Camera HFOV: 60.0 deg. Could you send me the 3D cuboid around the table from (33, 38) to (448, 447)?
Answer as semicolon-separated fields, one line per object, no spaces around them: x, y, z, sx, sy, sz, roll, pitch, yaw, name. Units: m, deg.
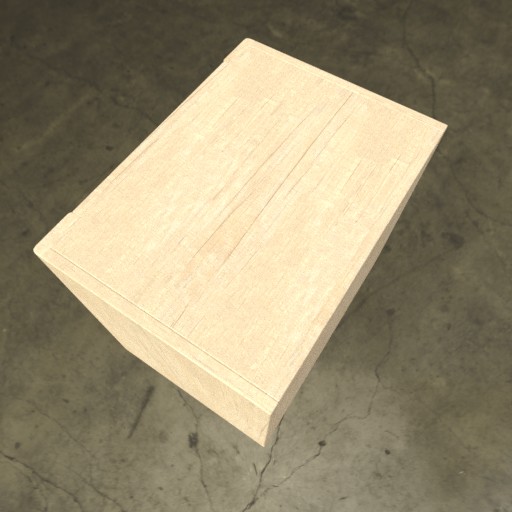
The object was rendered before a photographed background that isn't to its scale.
0.000;0.000;0.934;0.420;0.510;0.570;30;67;15;table
